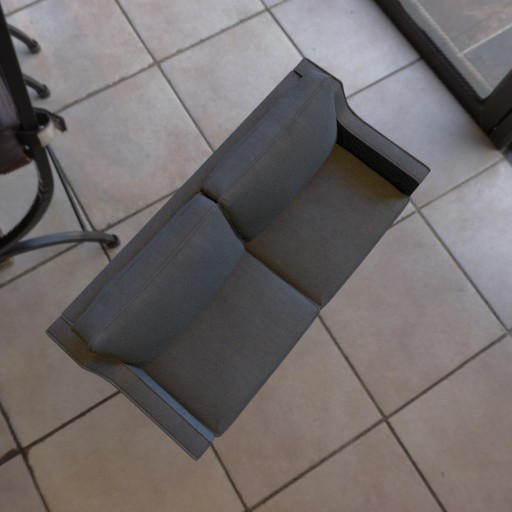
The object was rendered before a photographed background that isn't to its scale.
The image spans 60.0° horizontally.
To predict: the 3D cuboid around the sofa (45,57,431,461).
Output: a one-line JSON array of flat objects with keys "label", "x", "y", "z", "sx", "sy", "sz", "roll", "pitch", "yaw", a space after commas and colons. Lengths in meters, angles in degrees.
[{"label": "sofa", "x": 0.000, "y": 0.000, "z": 2.767, "sx": 1.066, "sy": 1.071, "sz": 2.178, "roll": 39, "pitch": 79, "yaw": 9}]
